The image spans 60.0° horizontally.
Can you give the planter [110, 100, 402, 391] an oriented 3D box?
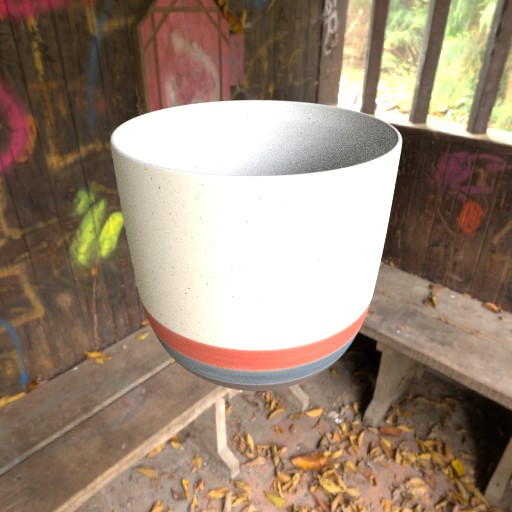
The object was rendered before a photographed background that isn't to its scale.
[{"bbox_3d":[0.000,0.000,0.374,0.204,0.214,0.204,0,30,0],"label":"planter"}]
